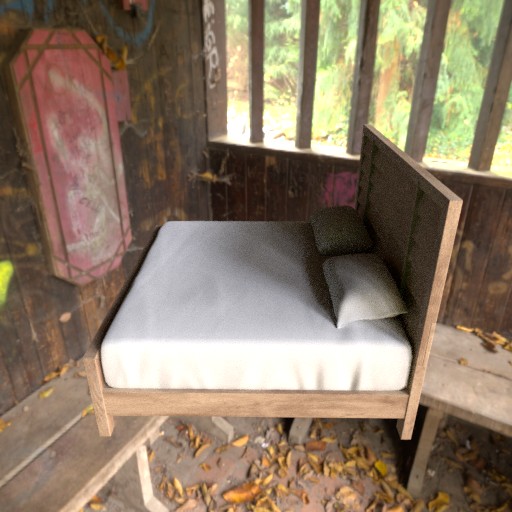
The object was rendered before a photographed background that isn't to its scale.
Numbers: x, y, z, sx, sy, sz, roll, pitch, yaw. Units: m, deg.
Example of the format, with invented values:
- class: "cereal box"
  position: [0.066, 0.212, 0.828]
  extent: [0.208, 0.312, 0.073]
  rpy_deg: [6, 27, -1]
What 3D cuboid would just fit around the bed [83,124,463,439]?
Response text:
- class: "bed"
  position: [0.000, 0.000, 3.421]
  extent: [2.032, 1.626, 2.032]
  rpy_deg: [0, 27, 1]
